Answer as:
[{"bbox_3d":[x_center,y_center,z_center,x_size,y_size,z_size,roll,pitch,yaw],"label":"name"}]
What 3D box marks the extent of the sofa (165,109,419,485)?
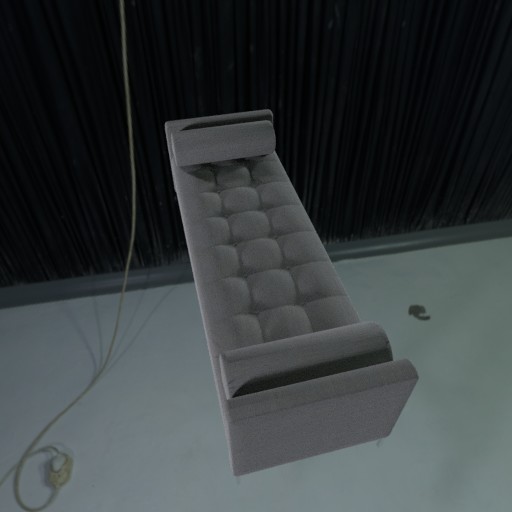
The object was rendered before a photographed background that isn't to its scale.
[{"bbox_3d":[0.000,0.000,2.352,0.686,0.635,1.981,-10,46,-10],"label":"sofa"}]
